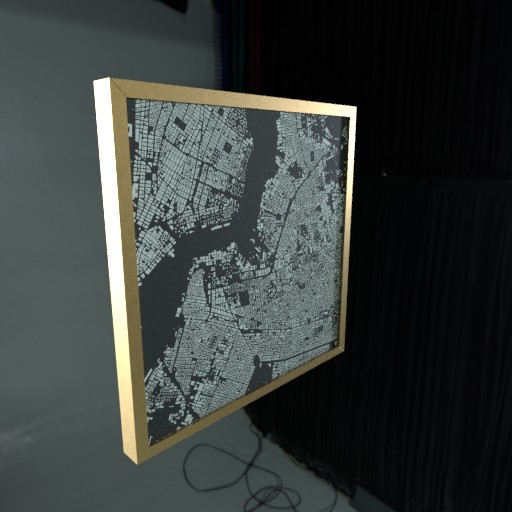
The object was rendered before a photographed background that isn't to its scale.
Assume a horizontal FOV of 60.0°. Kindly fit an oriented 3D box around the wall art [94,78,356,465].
[{"bbox_3d":[0.000,0.000,1.891,0.095,1.284,1.284,13,19,43],"label":"wall art"}]
